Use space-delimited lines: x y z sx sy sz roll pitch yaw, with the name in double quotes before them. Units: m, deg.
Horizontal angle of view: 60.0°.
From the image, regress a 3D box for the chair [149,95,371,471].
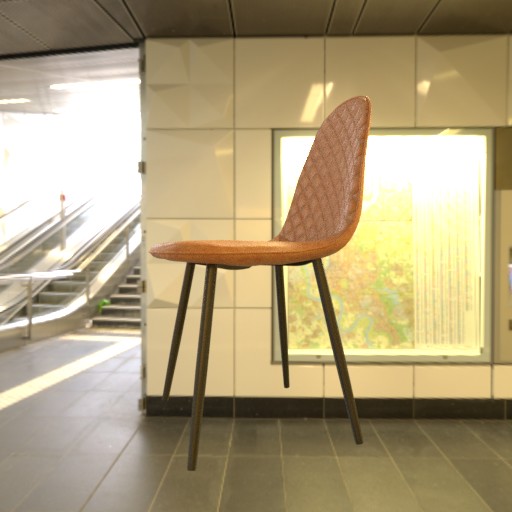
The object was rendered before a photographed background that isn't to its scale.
"chair" 0.000 0.000 1.203 0.561 0.889 0.472 0 1 -18
